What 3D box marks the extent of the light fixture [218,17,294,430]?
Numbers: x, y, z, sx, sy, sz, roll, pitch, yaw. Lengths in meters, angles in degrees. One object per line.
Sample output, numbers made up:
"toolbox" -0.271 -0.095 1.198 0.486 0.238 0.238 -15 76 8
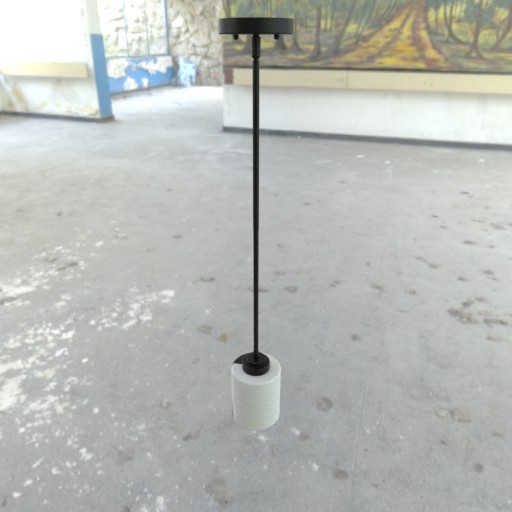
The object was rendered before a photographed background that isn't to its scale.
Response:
"light fixture" 0.000 0.000 0.915 0.123 0.863 0.123 8 27 16
